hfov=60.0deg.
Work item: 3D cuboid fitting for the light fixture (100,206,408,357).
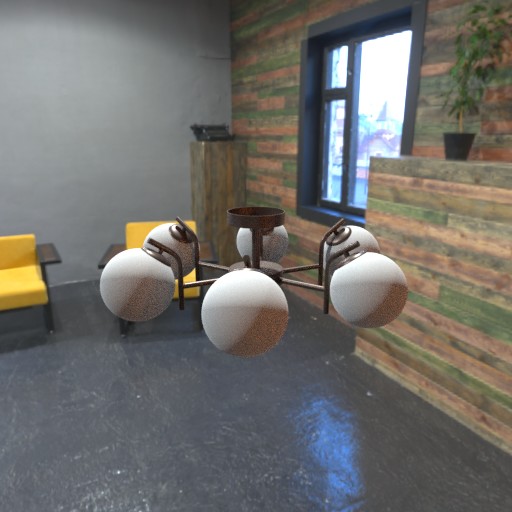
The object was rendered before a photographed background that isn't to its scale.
[{"bbox_3d":[0.000,0.000,0.981,0.662,0.201,0.662,0,15,0],"label":"light fixture"}]
